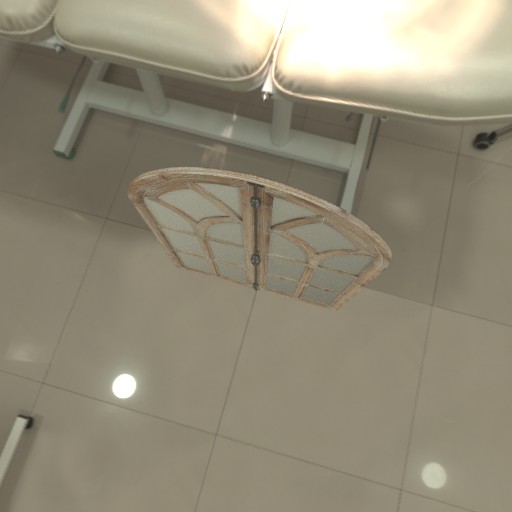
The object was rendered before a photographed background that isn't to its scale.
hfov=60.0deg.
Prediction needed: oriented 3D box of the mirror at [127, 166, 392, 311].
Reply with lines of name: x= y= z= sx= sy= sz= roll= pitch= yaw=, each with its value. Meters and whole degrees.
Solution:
mirror: x=0.000 y=0.000 z=1.194 sx=0.609 sy=0.915 sz=0.032 roll=15 pitch=75 yaw=4
